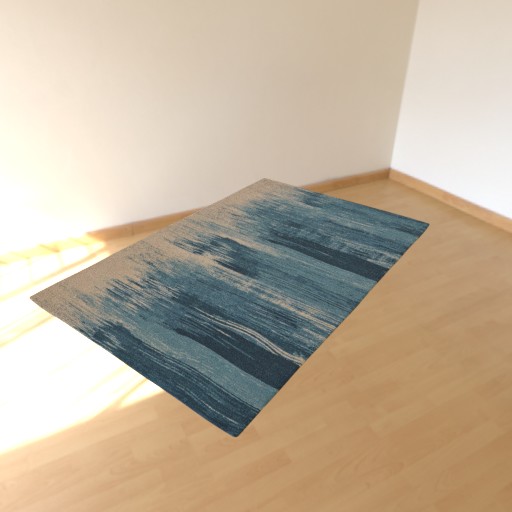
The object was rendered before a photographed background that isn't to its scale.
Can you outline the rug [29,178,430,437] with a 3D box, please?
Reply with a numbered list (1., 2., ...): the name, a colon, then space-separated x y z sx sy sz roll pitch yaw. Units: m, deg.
1. rug: 0.000 0.000 2.326 1.232 0.009 1.836 21 37 31
